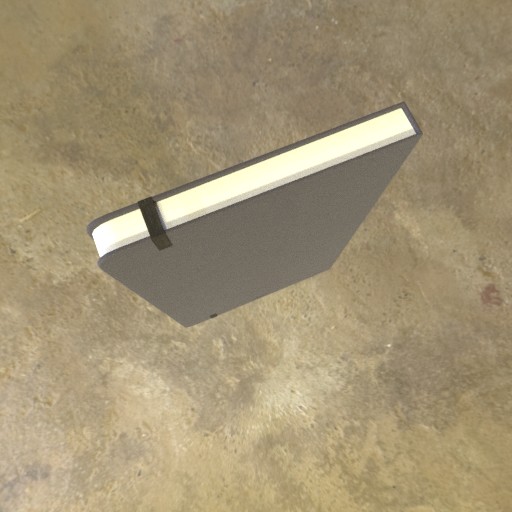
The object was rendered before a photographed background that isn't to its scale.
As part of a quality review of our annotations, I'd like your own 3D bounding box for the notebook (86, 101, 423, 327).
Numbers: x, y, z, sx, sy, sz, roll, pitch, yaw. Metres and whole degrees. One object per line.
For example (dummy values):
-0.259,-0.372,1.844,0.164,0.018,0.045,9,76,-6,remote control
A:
0.000,0.000,0.260,0.127,0.213,0.016,-22,76,-6,notebook
